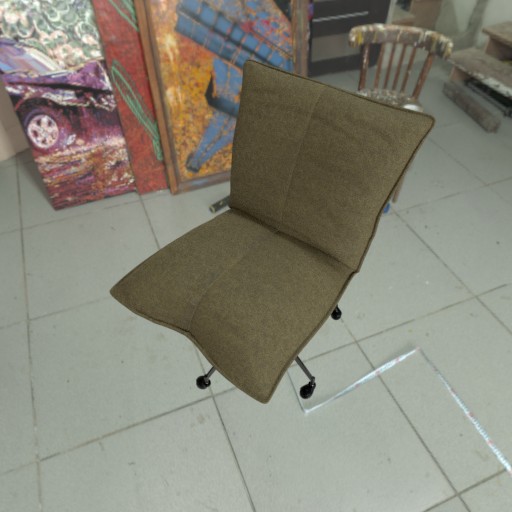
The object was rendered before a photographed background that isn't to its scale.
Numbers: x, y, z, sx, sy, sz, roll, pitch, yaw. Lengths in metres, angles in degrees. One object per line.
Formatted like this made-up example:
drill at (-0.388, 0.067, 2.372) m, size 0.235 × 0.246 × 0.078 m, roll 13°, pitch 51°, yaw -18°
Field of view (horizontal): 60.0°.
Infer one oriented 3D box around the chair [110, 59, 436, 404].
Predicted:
chair at (0.000, 0.000, 1.310) m, size 0.597 × 0.811 × 0.696 m, roll 30°, pitch 53°, yaw 25°
